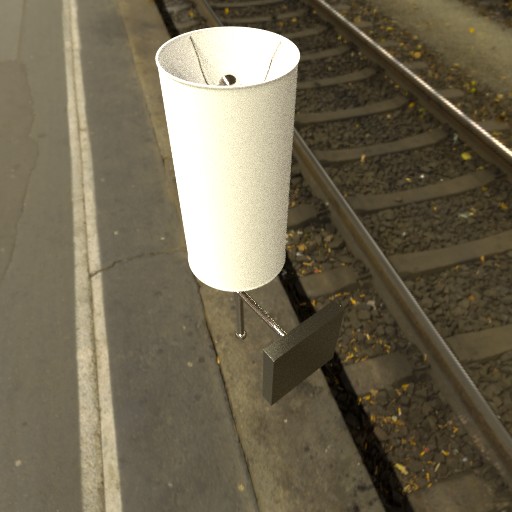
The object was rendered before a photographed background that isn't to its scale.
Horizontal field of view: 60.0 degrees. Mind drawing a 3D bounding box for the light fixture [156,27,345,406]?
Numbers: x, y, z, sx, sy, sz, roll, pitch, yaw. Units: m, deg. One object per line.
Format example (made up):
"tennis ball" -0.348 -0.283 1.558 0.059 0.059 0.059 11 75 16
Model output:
"light fixture" 0.000 0.000 0.543 0.128 0.462 0.208 -30 54 -25
